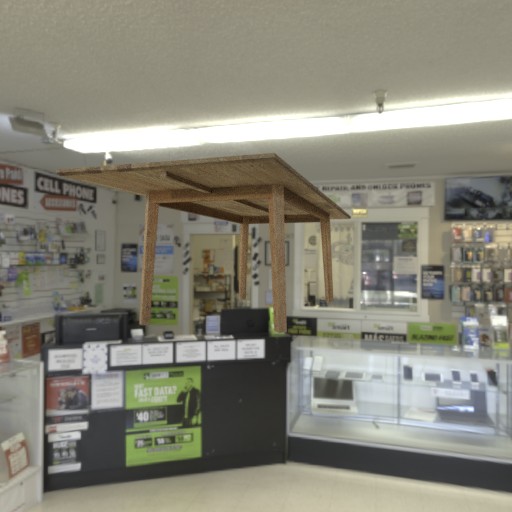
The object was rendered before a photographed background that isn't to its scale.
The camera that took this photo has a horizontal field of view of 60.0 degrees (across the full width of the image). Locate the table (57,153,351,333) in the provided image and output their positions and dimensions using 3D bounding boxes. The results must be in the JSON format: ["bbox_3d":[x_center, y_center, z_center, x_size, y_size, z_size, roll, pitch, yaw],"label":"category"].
[{"bbox_3d":[0.000,0.000,3.037,1.000,0.752,2.603,0,0,18],"label":"table"}]
